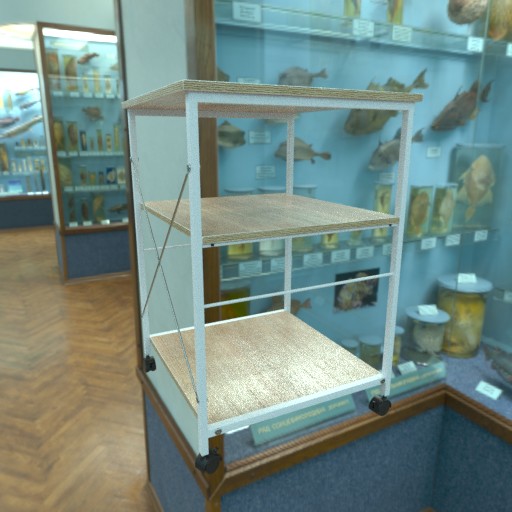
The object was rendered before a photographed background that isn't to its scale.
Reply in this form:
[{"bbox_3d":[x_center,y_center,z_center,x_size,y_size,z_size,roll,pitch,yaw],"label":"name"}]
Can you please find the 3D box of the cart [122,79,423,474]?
[{"bbox_3d":[0.000,0.000,1.135,0.520,0.762,0.521,-7,16,-26],"label":"cart"}]
